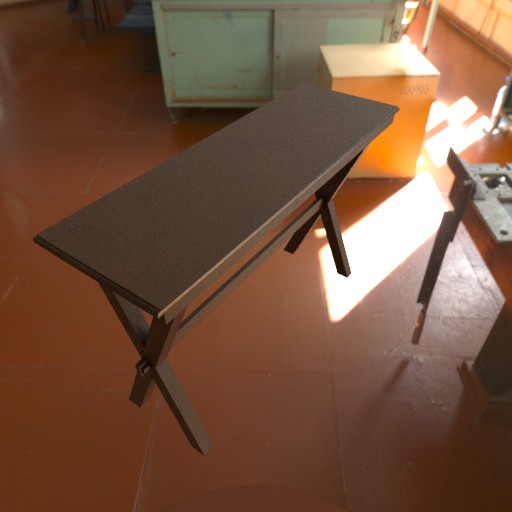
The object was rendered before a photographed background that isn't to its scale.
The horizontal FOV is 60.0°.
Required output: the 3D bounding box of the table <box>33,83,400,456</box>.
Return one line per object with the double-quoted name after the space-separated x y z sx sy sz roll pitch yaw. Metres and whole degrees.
0.000 0.000 1.537 0.399 0.763 1.197 25 47 26 "table"
